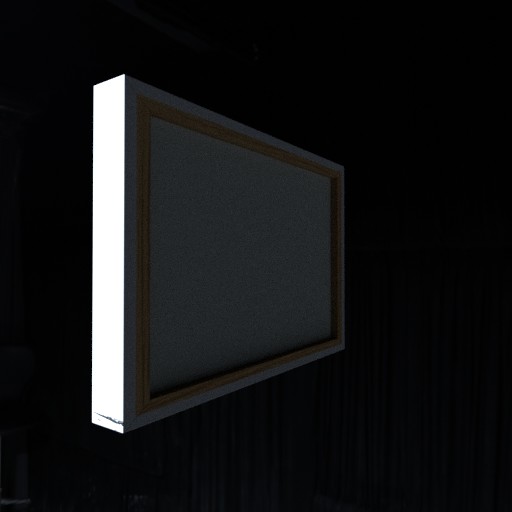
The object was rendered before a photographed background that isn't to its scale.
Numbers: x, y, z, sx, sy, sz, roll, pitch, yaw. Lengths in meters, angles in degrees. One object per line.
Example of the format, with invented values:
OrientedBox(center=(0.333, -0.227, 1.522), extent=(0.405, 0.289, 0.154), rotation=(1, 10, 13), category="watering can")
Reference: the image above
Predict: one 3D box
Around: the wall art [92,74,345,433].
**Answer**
OrientedBox(center=(0.000, 0.000, 0.485), extent=(0.038, 0.259, 0.381), rotation=(-1, -1, 36), category="wall art")
